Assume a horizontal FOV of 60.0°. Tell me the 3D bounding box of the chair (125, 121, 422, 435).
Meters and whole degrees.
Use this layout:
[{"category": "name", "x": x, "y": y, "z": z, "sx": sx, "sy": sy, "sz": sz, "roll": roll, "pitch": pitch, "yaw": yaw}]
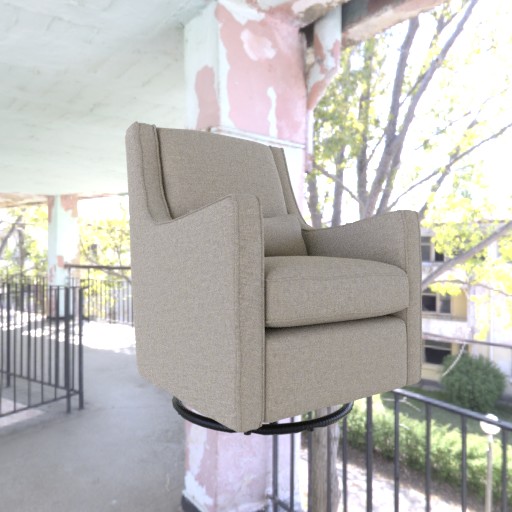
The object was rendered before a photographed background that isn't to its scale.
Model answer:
[{"category": "chair", "x": 0.000, "y": 0.000, "z": 1.554, "sx": 0.732, "sy": 0.993, "sz": 0.879, "roll": 0, "pitch": 0, "yaw": -36}]
